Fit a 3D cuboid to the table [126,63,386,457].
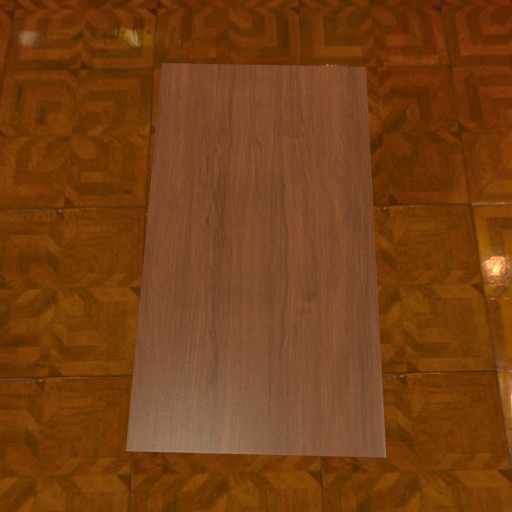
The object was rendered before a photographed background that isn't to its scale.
[{"bbox_3d":[0.000,0.000,1.304,0.600,0.380,1.020,1,74,0],"label":"table"}]
